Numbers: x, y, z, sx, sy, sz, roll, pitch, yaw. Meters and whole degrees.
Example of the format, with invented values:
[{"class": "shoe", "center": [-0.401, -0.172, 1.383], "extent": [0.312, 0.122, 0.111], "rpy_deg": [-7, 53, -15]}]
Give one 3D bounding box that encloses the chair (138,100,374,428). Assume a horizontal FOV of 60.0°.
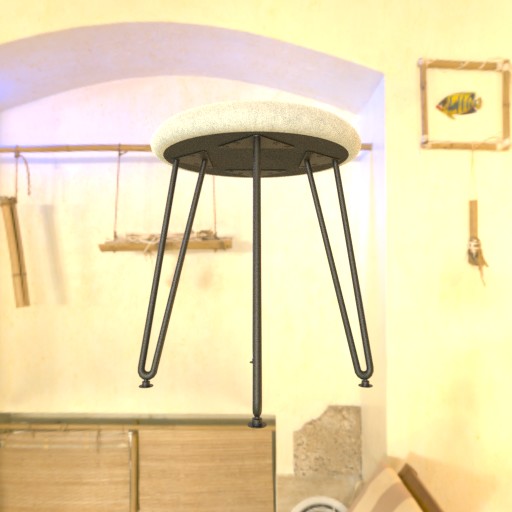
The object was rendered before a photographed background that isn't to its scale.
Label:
[{"class": "chair", "center": [0.000, 0.000, 0.663], "extent": [0.350, 0.386, 0.350], "rpy_deg": [0, -1, 0]}]
